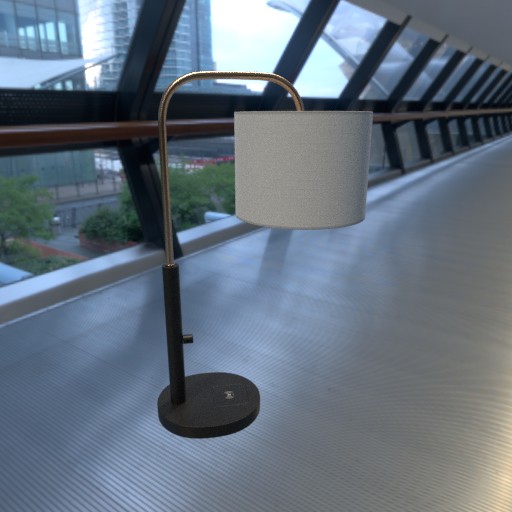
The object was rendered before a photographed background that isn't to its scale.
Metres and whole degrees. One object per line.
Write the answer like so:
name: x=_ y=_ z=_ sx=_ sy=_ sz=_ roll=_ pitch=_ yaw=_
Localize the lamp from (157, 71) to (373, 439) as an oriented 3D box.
lamp: x=0.000 y=0.000 z=0.699 sx=0.337 sy=0.540 sz=0.199 roll=-3 pitch=18 yaw=-10
